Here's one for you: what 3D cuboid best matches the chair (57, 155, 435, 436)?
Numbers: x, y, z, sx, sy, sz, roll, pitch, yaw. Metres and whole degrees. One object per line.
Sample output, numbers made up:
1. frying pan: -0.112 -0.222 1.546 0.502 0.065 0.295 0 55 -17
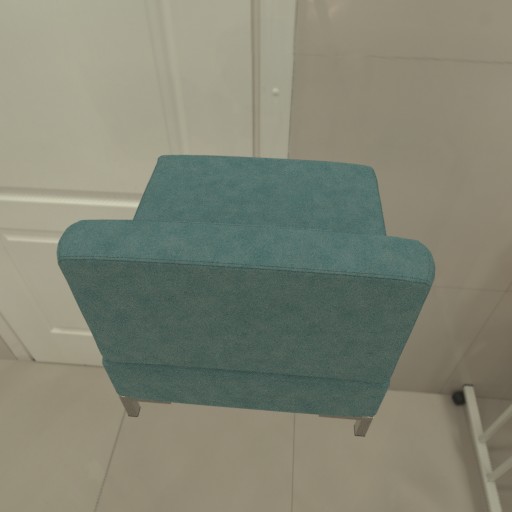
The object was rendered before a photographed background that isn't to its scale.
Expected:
1. chair: 0.000 0.000 1.196 0.684 0.660 0.685 4 47 3
